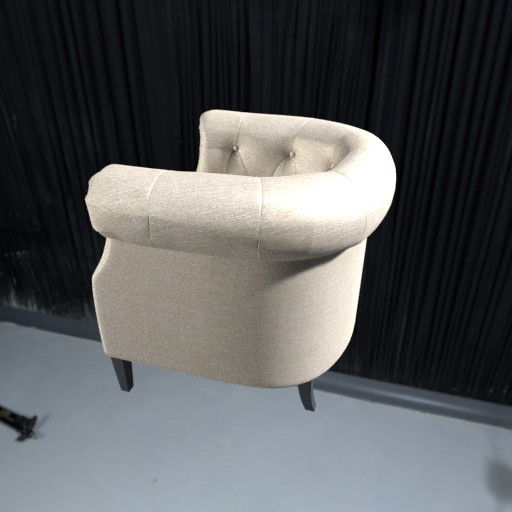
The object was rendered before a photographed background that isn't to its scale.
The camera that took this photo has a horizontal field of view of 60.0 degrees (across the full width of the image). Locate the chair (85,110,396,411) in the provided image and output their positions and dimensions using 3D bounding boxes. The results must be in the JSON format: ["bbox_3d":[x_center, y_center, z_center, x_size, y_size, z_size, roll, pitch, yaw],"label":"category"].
[{"bbox_3d":[0.000,0.000,1.558,0.852,0.827,0.905,9,31,14],"label":"chair"}]
